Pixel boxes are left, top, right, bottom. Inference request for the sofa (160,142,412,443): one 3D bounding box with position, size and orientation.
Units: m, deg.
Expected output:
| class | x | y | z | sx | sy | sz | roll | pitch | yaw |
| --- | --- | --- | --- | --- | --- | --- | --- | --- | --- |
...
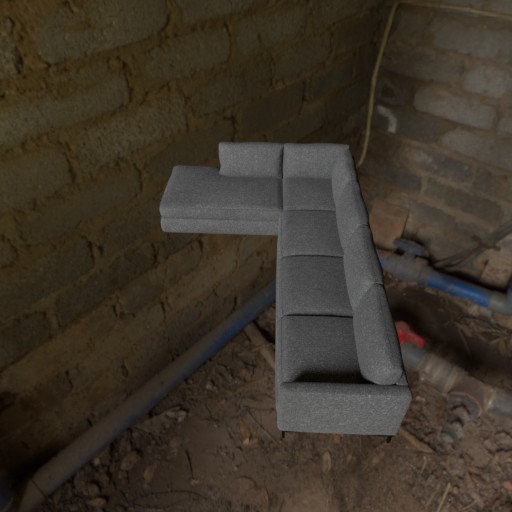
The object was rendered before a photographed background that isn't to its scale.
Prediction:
| class | x | y | z | sx | sy | sz | roll | pitch | yaw |
| --- | --- | --- | --- | --- | --- | --- | --- | --- | --- |
| sofa | 0.000 | 0.000 | 3.878 | 2.007 | 0.815 | 2.949 | 2 | 42 | 2 |
